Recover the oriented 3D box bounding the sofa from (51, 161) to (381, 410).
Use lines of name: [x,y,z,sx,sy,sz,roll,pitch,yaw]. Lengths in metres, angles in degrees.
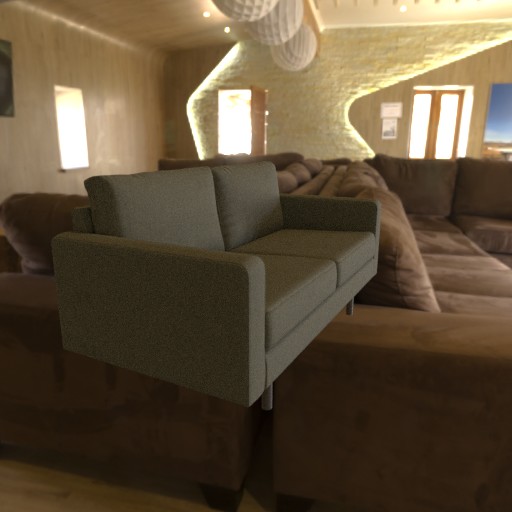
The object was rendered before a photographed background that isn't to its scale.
sofa: [0.000,0.000,2.289,0.889,0.897,1.730,8,16,27]
